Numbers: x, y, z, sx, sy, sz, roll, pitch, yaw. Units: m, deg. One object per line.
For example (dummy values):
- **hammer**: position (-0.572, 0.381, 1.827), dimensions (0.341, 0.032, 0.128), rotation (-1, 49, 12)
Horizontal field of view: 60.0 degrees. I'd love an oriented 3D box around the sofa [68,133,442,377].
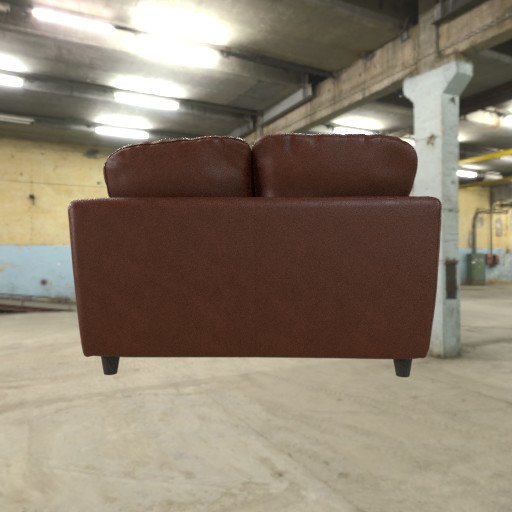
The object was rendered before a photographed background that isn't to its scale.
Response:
- **sofa**: position (0.000, 0.000, 1.964), dimensions (1.406, 0.906, 0.805), rotation (0, -1, 2)
